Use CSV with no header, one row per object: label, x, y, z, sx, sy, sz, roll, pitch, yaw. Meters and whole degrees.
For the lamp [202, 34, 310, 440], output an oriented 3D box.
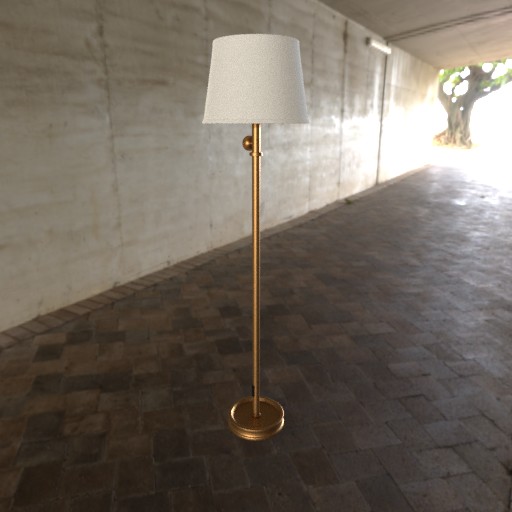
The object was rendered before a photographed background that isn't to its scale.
lamp,0.000,0.000,0.807,0.178,0.710,0.178,0,17,0
